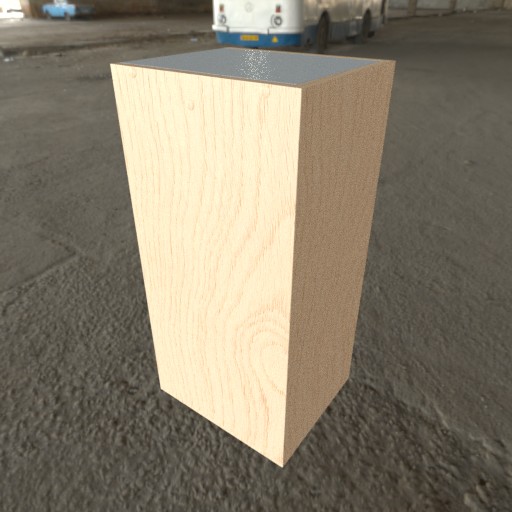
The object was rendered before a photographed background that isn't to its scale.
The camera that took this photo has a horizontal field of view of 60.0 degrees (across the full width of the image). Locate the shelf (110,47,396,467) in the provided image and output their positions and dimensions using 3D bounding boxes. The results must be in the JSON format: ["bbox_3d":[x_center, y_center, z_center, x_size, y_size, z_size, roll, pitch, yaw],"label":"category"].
[{"bbox_3d":[0.000,0.000,0.743,0.290,0.600,0.250,21,37,30],"label":"shelf"}]
